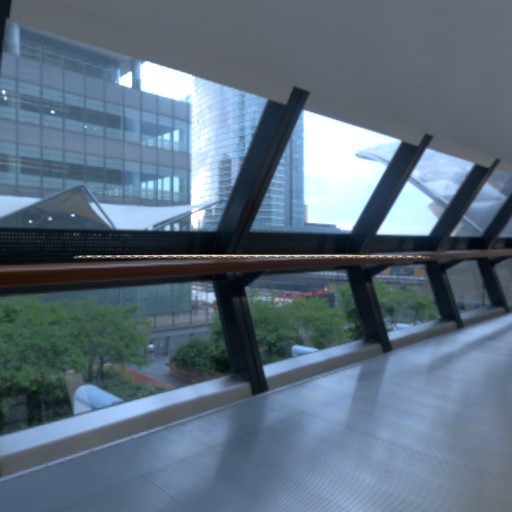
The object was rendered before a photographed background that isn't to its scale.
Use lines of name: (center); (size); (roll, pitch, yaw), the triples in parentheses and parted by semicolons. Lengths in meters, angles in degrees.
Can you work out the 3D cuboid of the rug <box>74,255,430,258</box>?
rug: (0.000, 0.000, 2.473); (1.196, 0.008, 2.006); (0, 0, 1)
